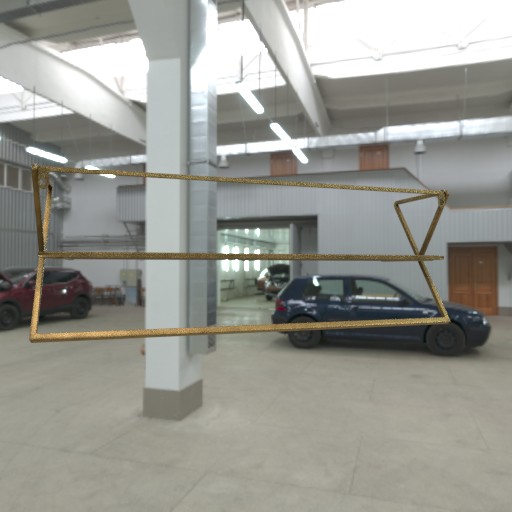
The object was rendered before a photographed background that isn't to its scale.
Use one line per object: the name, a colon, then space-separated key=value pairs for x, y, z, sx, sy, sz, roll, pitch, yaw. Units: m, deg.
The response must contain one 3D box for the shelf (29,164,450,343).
shelf: x=0.000 y=0.000 z=0.728 sx=0.645 sy=0.229 sz=0.150 roll=0 pitch=-2 yaw=-18
